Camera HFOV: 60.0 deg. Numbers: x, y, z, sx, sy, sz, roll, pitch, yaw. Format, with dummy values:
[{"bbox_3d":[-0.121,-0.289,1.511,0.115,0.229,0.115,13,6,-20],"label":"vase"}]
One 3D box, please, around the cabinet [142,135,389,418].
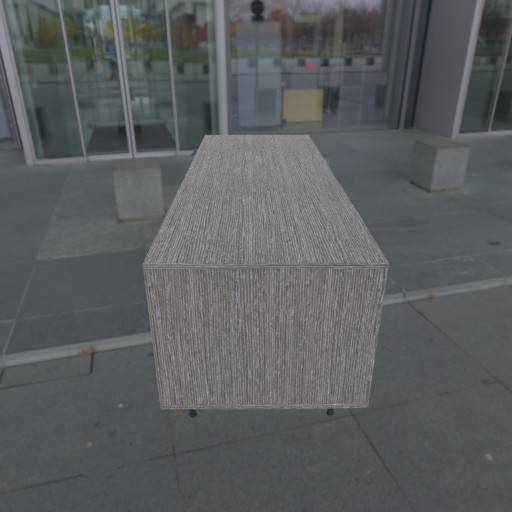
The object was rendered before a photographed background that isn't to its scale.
[{"bbox_3d":[0.000,0.000,1.569,0.500,0.599,1.300,0,26,-1],"label":"cabinet"}]
